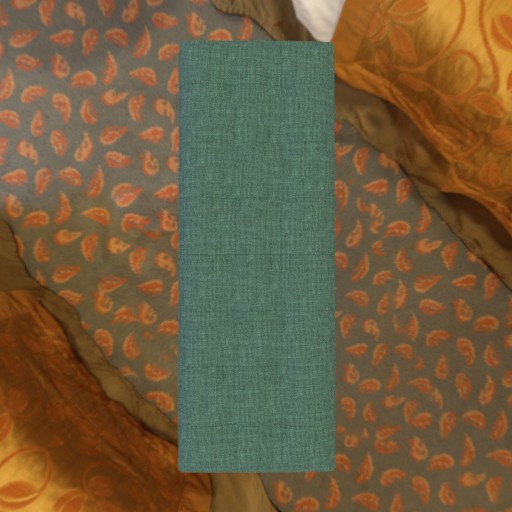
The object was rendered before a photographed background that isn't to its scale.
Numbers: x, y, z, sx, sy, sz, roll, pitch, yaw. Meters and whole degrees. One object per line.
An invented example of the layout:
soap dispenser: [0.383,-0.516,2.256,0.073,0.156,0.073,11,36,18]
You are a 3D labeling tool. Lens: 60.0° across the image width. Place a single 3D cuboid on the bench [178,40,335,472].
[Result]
bench: [0.000,0.000,1.315,0.406,0.432,1.118,0,89,-1]
